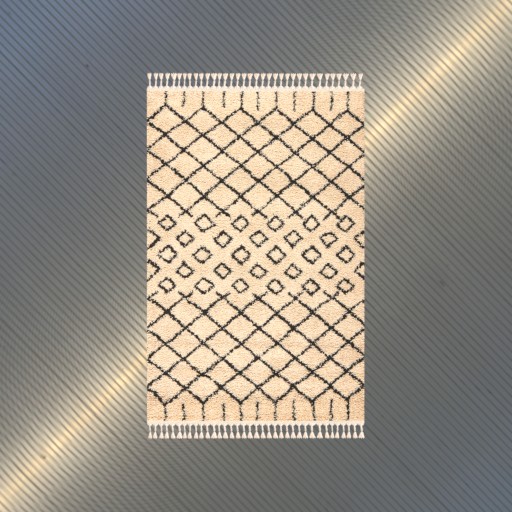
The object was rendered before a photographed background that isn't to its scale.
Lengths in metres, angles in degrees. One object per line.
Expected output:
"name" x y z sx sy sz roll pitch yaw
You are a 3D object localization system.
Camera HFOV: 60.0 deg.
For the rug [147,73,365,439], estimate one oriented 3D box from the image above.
"rug" 0.000 0.000 2.435 1.196 0.008 2.006 0 90 0
